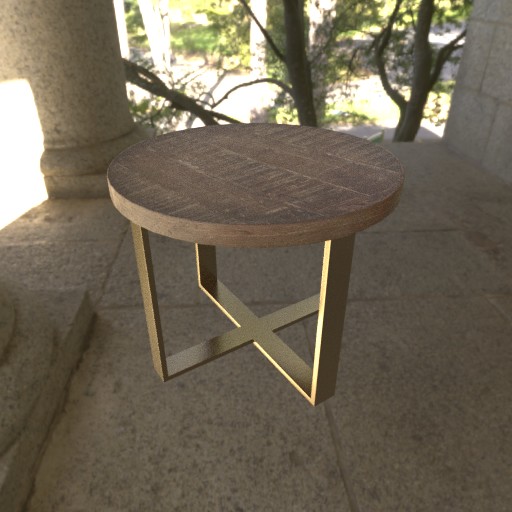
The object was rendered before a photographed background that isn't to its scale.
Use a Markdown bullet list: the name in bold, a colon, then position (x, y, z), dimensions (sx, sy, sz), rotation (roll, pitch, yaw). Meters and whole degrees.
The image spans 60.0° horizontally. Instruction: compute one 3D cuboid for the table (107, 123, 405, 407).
- **table**: position (0.000, 0.000, 0.975), dimensions (0.557, 0.437, 0.557), rotation (0, 31, 0)
